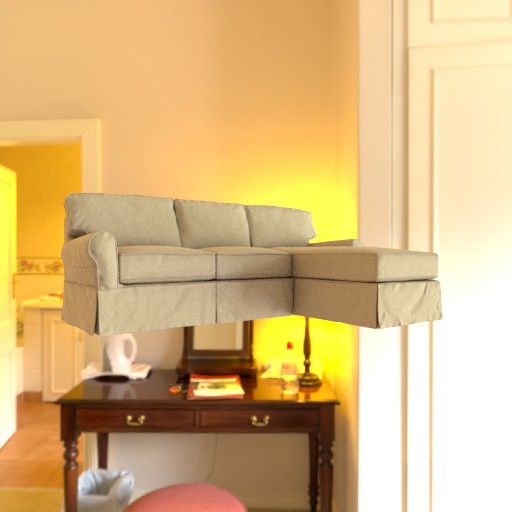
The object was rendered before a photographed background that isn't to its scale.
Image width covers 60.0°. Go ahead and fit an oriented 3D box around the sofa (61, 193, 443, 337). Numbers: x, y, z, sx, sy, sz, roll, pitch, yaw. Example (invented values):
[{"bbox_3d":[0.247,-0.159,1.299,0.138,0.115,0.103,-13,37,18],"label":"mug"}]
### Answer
[{"bbox_3d":[0.000,0.000,3.365,2.475,0.978,1.733,0,0,-36],"label":"sofa"}]
